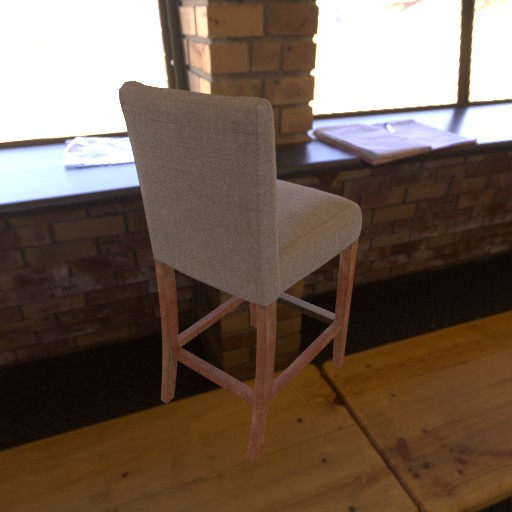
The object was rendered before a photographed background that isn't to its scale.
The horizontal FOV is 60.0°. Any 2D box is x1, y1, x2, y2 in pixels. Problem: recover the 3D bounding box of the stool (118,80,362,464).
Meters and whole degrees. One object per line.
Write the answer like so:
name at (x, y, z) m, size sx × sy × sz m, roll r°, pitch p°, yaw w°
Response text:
stool at (0.000, 0.000, 1.369) m, size 0.454 × 1.039 × 0.567 m, roll 21°, pitch 35°, yaw 32°
